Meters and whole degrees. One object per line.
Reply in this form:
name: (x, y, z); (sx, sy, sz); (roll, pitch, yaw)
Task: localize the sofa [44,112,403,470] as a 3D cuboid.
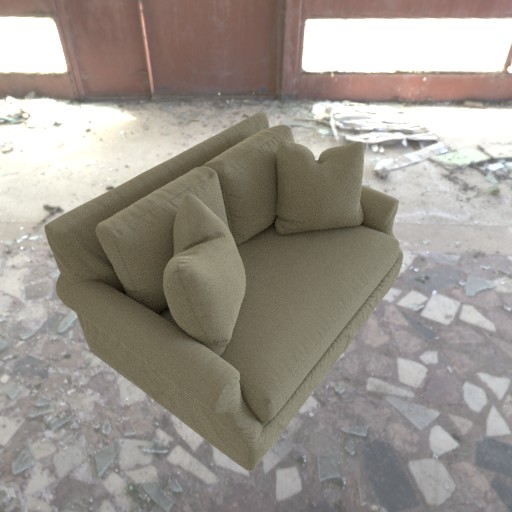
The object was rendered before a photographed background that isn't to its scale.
sofa: (0.000, 0.000, 2.172); (1.070, 0.905, 1.550); (26, 47, 27)
